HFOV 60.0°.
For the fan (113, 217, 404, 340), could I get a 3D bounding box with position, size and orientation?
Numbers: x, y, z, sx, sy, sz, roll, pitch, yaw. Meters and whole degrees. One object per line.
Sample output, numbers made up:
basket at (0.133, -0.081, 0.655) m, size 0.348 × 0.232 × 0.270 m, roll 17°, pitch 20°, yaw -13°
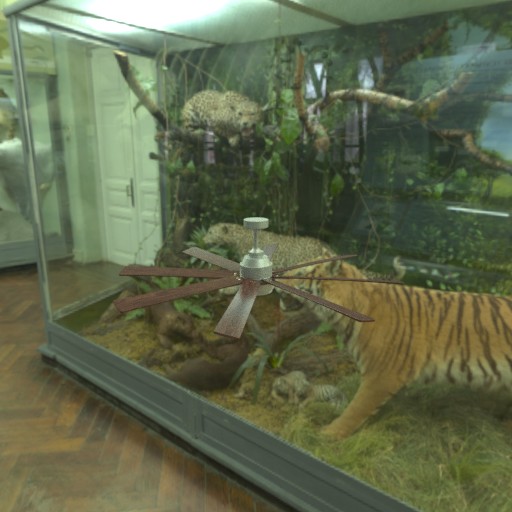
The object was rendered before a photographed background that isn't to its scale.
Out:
fan at (0.000, 0.000, 2.829) m, size 1.830 × 0.472 × 1.830 m, roll 2°, pitch 15°, yaw 8°
